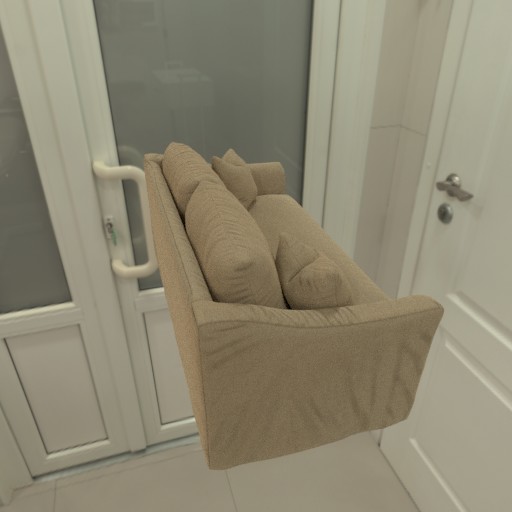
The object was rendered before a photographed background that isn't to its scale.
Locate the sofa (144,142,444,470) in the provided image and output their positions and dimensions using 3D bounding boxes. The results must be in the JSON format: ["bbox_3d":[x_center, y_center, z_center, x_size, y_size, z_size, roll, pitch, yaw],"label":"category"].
[{"bbox_3d":[0.000,0.000,2.623,1.072,1.018,2.010,-9,32,-15],"label":"sofa"}]
